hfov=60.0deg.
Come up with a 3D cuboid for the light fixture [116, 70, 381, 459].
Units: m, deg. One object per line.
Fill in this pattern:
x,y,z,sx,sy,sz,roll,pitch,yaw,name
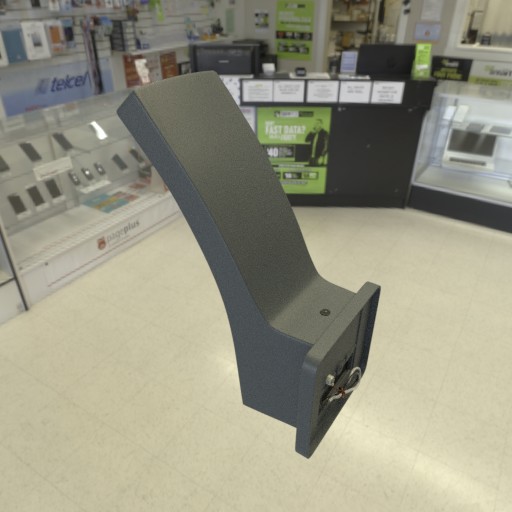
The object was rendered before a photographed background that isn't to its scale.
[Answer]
0.000,0.000,0.335,0.174,0.243,0.108,20,37,29,light fixture
